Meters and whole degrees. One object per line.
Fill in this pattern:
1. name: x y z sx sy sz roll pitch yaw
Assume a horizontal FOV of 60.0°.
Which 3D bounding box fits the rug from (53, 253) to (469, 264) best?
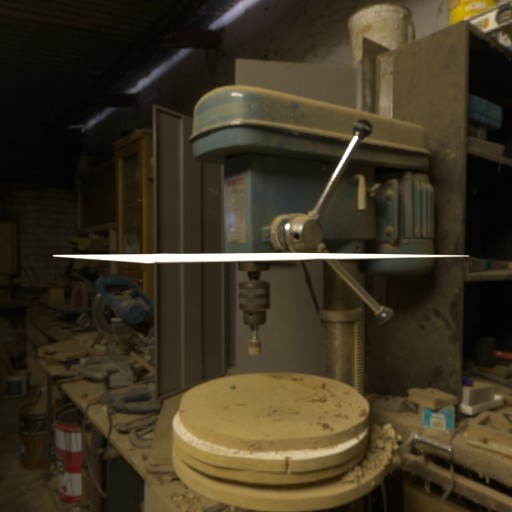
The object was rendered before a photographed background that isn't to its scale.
1. rug: 0.000 0.000 4.093 3.009 0.019 2.423 -1 1 -36
